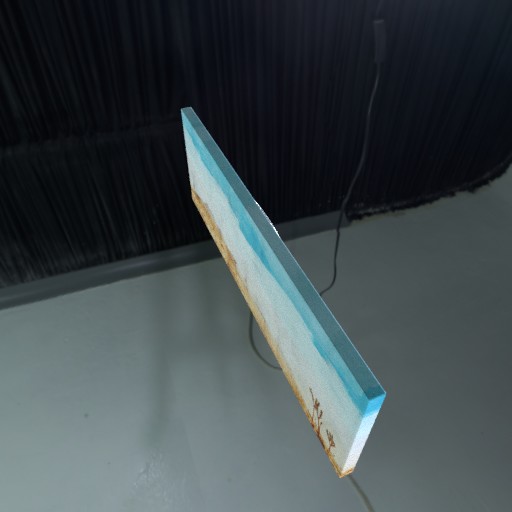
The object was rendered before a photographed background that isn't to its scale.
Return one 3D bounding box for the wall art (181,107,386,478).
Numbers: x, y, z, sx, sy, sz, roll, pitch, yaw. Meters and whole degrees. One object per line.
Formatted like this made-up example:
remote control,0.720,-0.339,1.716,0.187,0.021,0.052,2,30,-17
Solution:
wall art,0.000,0.000,0.844,0.044,0.254,0.759,-17,48,-16
